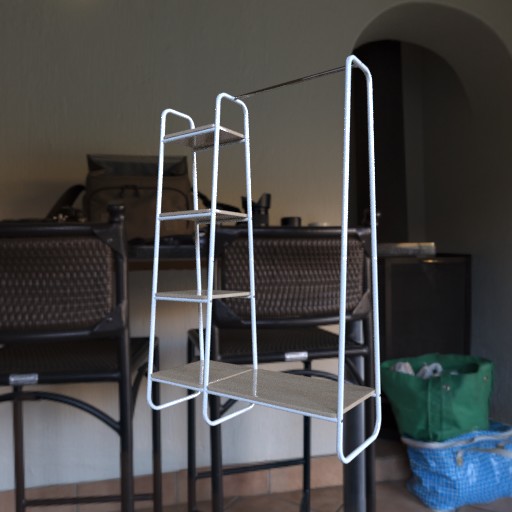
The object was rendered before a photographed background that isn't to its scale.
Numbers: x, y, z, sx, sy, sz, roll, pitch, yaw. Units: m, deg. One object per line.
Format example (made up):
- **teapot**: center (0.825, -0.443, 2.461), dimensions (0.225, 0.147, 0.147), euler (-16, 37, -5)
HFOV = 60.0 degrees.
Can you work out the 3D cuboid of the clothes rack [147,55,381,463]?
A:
- **clothes rack**: center (0.000, 0.000, 1.996), dimensions (1.011, 1.500, 0.400), euler (-1, -1, 36)
